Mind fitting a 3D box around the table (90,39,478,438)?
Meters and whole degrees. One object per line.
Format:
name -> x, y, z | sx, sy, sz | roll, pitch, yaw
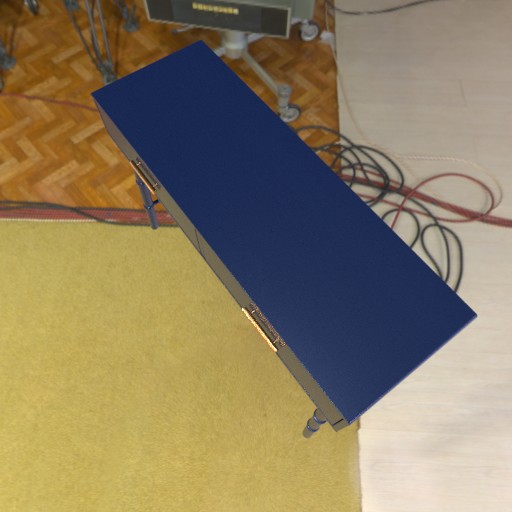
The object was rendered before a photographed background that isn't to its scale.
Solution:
table -> 0.000, 0.000, 1.459 | 0.399, 0.749, 1.118 | -34, 69, -15
